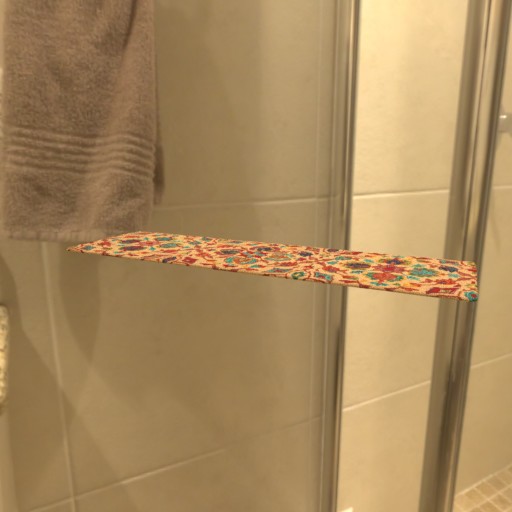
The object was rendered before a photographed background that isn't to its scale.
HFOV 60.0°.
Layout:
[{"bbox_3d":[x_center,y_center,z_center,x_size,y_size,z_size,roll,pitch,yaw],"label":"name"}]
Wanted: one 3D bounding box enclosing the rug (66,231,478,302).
[{"bbox_3d":[0.000,0.000,2.535,2.273,0.016,0.693,6,14,24],"label":"rug"}]
